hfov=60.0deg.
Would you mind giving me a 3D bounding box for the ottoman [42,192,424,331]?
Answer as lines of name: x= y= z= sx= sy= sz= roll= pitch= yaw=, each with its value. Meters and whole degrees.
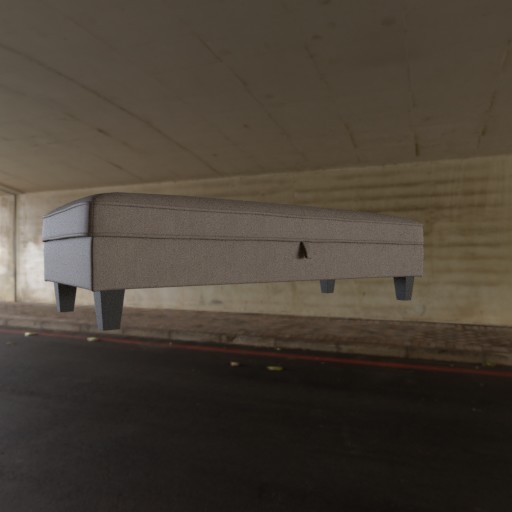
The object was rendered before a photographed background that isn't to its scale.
ottoman: x=0.000 y=0.000 z=2.117 sx=1.764 sy=0.470 sz=0.751 roll=0 pitch=0 yaw=-36
